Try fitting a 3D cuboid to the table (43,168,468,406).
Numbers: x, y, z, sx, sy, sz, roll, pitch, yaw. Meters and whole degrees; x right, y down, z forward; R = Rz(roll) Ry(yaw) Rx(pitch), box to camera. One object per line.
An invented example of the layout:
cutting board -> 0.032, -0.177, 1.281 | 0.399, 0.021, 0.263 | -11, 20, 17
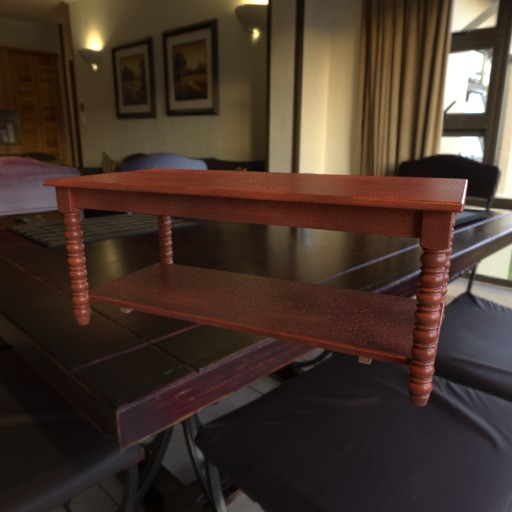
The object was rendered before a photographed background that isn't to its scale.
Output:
table -> 0.000, 0.000, 1.417 | 1.171, 0.485, 0.580 | 7, 17, 25
